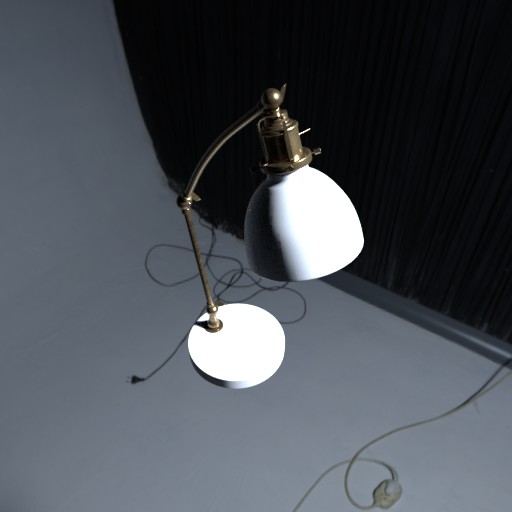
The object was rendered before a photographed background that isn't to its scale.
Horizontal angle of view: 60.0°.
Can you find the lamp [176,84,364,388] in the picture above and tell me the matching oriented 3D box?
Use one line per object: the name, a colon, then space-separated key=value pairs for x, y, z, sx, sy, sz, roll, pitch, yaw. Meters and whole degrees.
lamp: x=0.000 y=0.000 z=0.677 sx=0.317 sy=0.522 sz=0.186 roll=26 pitch=47 yaw=27
